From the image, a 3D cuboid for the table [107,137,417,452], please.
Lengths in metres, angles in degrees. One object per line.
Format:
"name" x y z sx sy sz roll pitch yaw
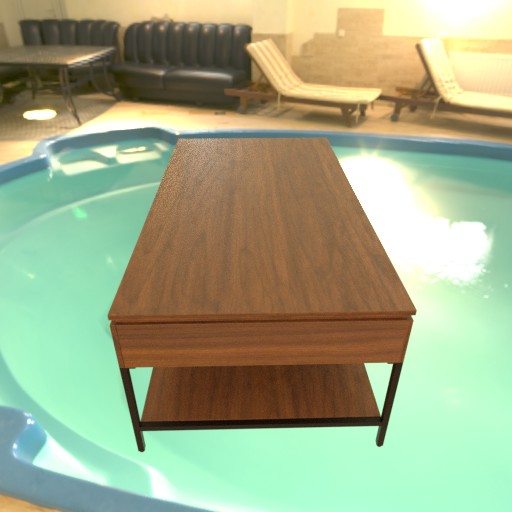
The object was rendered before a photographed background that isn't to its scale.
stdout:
"table" 0.000 0.000 1.378 0.574 0.414 1.057 -1 32 -1
